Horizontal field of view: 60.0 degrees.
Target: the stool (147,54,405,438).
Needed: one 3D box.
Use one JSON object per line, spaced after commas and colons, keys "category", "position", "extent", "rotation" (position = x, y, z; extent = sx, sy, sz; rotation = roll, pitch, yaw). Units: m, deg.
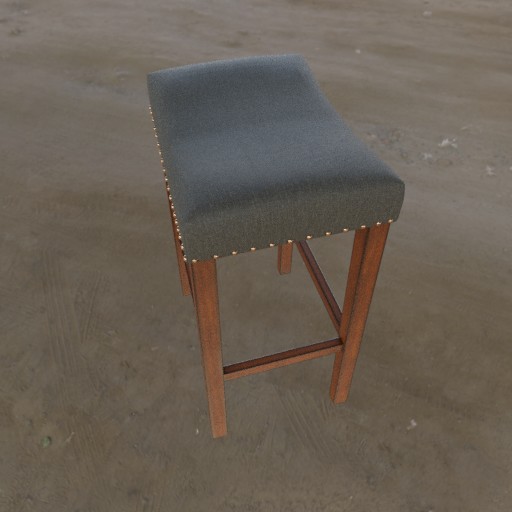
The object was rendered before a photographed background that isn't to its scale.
{"category": "stool", "position": [0.000, 0.000, 1.048], "extent": [0.366, 0.748, 0.502], "rotation": [-12, 49, -10]}
